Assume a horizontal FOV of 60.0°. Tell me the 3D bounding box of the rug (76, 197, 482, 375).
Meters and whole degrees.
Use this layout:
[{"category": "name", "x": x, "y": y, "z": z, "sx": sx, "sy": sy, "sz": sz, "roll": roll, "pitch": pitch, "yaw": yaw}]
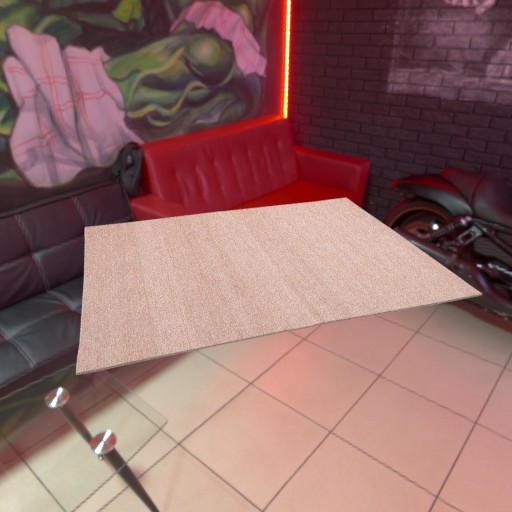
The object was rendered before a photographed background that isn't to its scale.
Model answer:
[{"category": "rug", "x": 0.000, "y": 0.000, "z": 4.277, "sx": 3.202, "sy": 0.045, "sz": 2.434, "roll": -8, "pitch": 29, "yaw": -15}]
